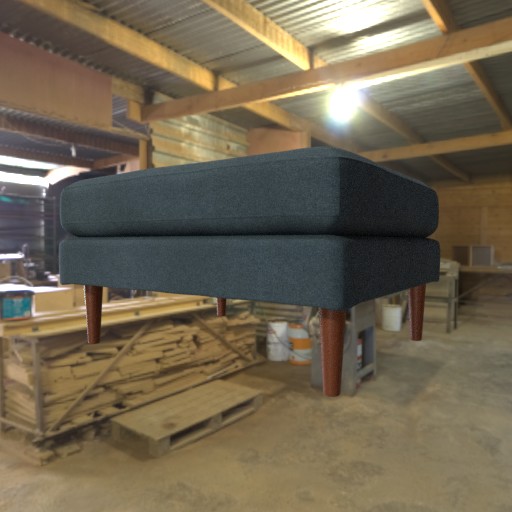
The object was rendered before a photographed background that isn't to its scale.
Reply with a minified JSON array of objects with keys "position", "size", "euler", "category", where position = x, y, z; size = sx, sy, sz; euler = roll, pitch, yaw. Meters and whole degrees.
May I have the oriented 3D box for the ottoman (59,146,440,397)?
[{"position":[0.000,0.000,1.223],"size":[0.821,0.474,0.693],"euler":[1,2,35],"category":"ottoman"}]
